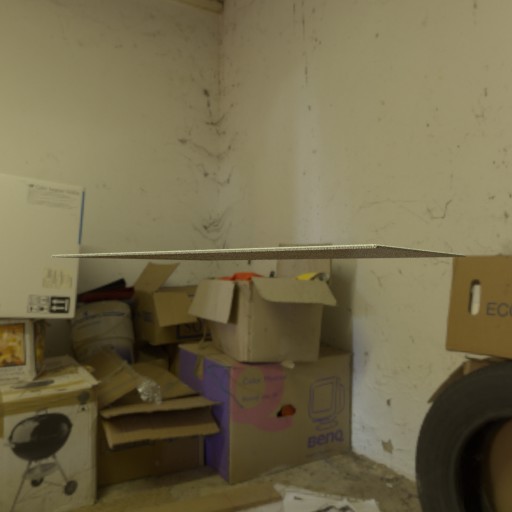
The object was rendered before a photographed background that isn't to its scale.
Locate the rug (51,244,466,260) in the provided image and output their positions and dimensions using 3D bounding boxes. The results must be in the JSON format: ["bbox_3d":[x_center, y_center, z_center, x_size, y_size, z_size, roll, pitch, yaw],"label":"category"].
[{"bbox_3d":[0.000,0.000,2.271,1.747,0.011,1.217,-1,-2,36],"label":"rug"}]
